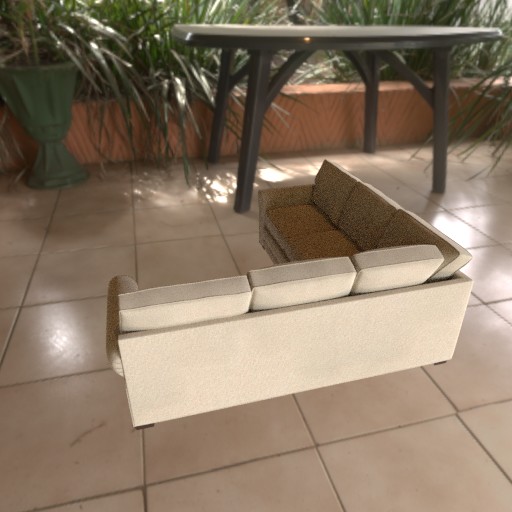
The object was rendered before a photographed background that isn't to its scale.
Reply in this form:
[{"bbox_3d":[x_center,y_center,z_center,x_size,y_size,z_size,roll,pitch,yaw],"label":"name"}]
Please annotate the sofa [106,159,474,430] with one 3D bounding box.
[{"bbox_3d":[0.000,0.000,4.044,2.569,1.054,2.487,-8,30,-14],"label":"sofa"}]
